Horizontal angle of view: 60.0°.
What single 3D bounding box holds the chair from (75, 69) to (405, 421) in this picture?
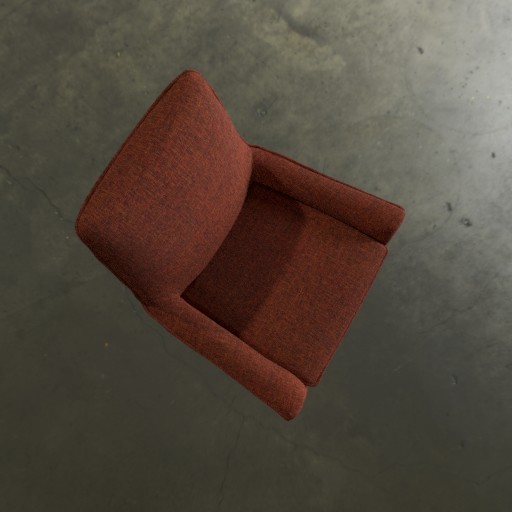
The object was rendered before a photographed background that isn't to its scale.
[{"bbox_3d":[0.000,0.000,1.495,0.784,0.911,0.803,30,79,7],"label":"chair"}]
